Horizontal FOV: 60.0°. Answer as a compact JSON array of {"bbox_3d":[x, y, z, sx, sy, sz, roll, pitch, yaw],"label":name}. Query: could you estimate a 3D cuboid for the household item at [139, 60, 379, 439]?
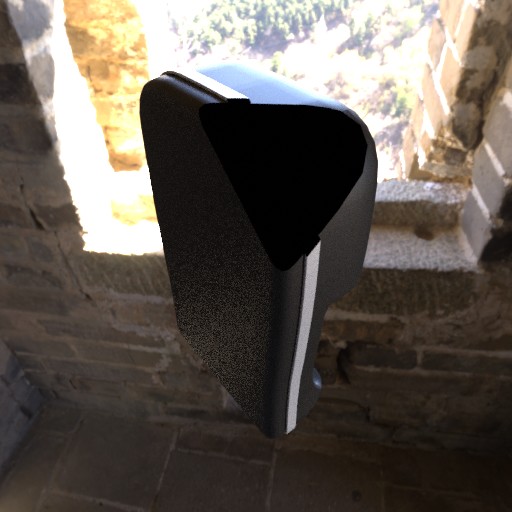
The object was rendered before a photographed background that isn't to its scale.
[{"bbox_3d":[0.000,0.000,0.146,0.038,0.114,0.070,-27,48,-27],"label":"household item"}]
